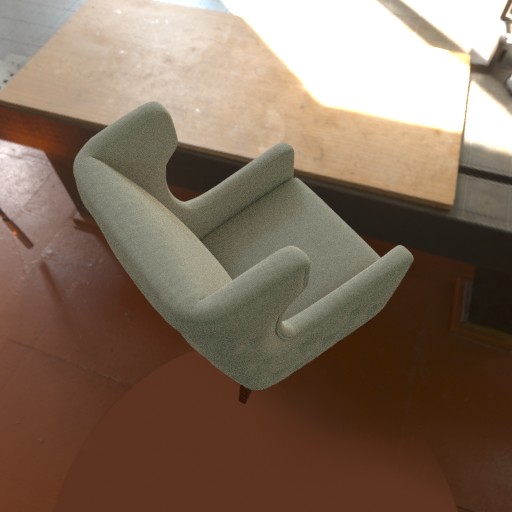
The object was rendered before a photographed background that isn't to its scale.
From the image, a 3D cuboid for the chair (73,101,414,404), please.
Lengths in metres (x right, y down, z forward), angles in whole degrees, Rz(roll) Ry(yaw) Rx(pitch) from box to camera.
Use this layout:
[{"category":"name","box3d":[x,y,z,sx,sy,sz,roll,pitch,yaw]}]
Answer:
[{"category":"chair","box3d":[0.000,0.000,1.646,0.899,1.079,0.778,-32,63,-19]}]
